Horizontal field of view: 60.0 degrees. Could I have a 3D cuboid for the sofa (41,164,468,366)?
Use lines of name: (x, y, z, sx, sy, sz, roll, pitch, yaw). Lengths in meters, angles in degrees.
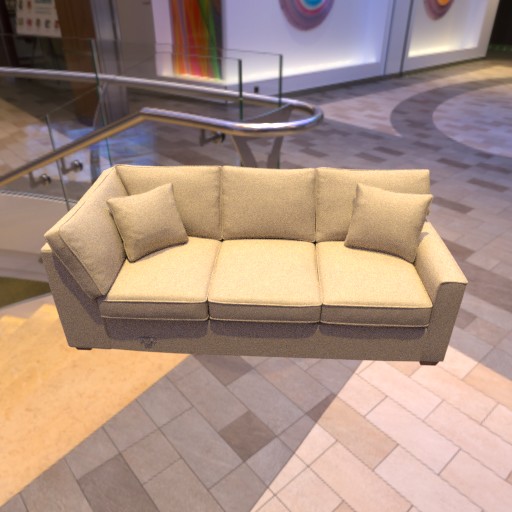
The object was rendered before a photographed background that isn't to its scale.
sofa: (0.000, 0.000, 2.885, 2.317, 0.962, 1.061, 2, 31, 2)
